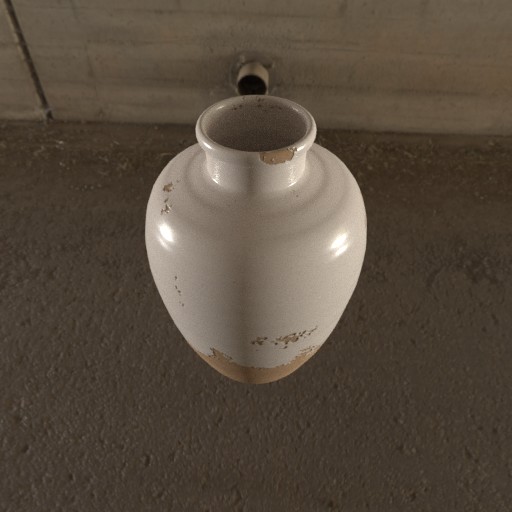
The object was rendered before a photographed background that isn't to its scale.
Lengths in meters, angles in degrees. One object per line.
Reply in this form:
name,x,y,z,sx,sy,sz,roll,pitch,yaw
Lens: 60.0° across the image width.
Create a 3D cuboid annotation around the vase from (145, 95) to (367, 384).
vase,0.000,0.000,0.342,0.158,0.228,0.158,0,46,0
